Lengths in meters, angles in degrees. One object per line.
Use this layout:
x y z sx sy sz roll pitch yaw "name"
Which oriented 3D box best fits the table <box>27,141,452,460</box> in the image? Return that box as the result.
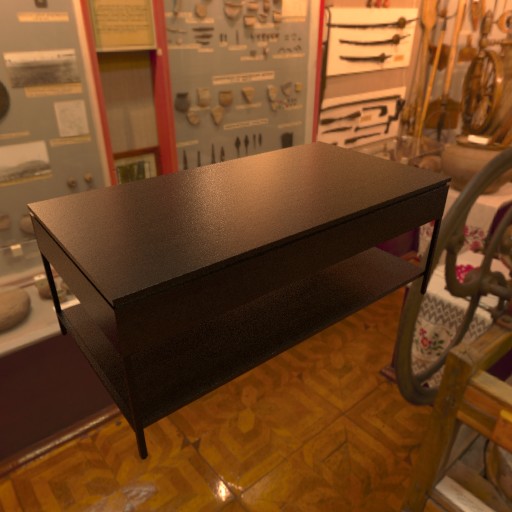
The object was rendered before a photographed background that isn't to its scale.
0.000 0.000 1.378 1.095 0.435 0.574 -21 35 -33 "table"
